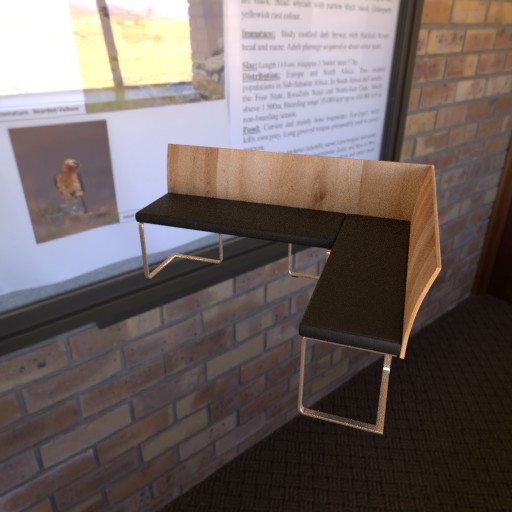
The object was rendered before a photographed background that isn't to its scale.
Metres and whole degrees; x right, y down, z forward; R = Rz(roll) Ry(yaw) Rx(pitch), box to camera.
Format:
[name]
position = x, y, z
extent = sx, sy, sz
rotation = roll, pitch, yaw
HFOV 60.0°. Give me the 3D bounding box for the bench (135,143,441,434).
[bench]
position = 0.000, 0.000, 2.749
extent = 1.945, 0.930, 1.495
rotation = 9, 28, 17
